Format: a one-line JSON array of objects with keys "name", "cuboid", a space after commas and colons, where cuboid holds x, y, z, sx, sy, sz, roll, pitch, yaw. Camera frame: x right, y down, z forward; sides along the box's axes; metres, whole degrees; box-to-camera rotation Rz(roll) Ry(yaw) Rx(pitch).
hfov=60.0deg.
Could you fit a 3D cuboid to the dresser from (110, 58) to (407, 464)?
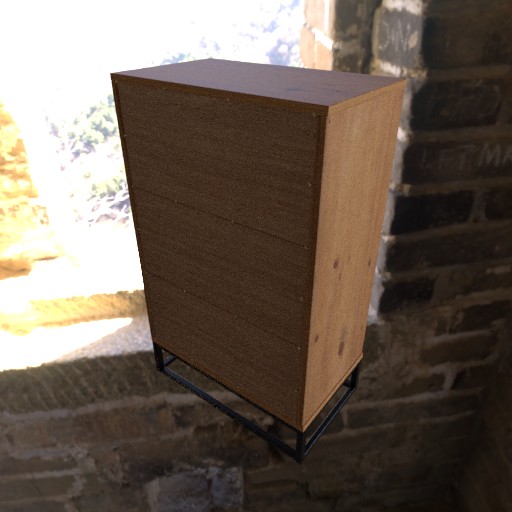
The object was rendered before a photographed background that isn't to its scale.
[{"name": "dresser", "cuboid": [0.000, 0.000, 1.623, 0.761, 1.240, 0.479, 21, 37, 32]}]
